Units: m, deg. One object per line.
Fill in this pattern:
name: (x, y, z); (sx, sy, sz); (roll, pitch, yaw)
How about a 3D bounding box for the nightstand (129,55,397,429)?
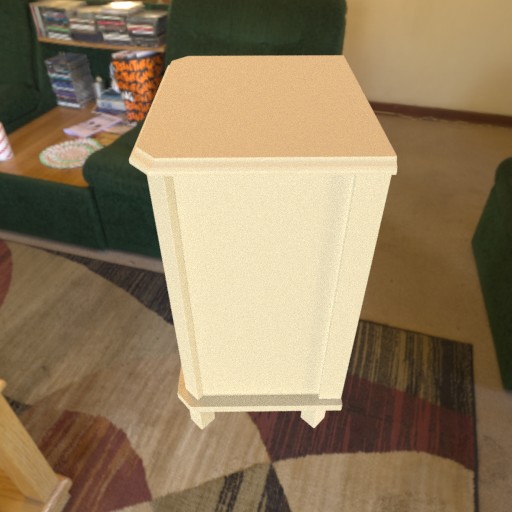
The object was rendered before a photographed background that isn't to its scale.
nightstand: (0.000, 0.000, 0.934); (0.351, 0.681, 0.435); (-1, 41, -1)
